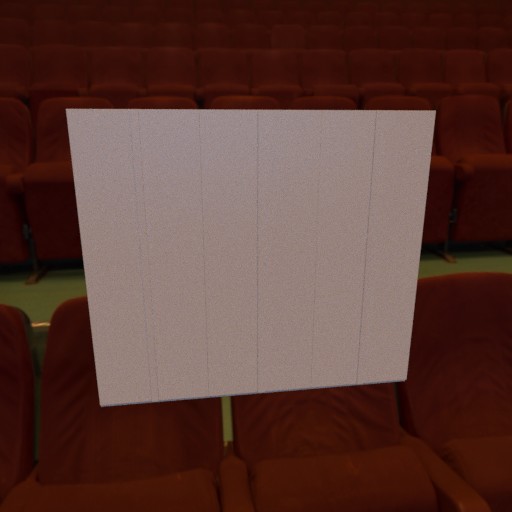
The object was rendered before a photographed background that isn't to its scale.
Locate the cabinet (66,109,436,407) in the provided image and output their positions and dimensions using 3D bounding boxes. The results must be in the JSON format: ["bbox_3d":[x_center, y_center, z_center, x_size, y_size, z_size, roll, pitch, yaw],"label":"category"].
[{"bbox_3d":[0.000,0.000,3.811,2.700,2.370,0.590,-2,17,-8],"label":"cabinet"}]
